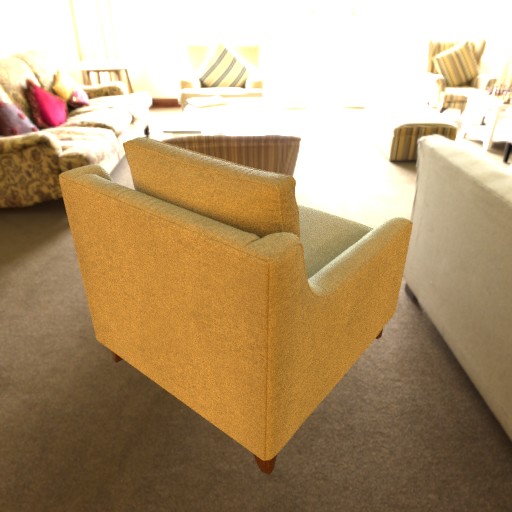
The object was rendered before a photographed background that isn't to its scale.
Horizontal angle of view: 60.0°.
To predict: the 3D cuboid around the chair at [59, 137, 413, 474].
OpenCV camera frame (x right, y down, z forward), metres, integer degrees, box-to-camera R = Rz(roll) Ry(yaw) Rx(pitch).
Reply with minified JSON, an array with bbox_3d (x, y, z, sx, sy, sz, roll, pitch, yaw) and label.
[{"bbox_3d":[0.000,0.000,1.597,0.838,0.864,0.918,22,37,33],"label":"chair"}]
